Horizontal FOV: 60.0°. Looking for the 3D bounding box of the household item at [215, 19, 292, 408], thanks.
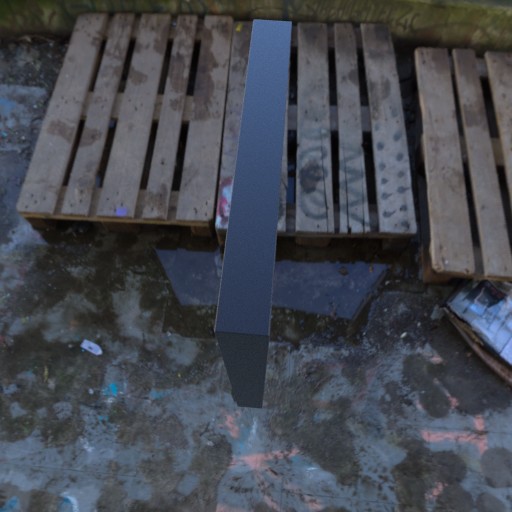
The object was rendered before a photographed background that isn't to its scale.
[{"bbox_3d":[0.000,0.000,0.235,0.022,0.178,0.133,4,65,2],"label":"household item"}]
